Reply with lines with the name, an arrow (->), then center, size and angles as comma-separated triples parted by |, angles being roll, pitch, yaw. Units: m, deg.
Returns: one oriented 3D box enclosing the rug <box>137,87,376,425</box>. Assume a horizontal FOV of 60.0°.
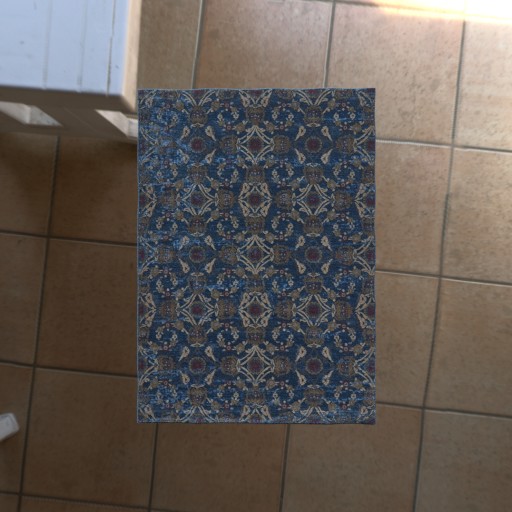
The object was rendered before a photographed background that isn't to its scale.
rug -> 0.000, 0.000, 2.912 | 1.567, 0.014, 2.207 | 0, 90, 1
